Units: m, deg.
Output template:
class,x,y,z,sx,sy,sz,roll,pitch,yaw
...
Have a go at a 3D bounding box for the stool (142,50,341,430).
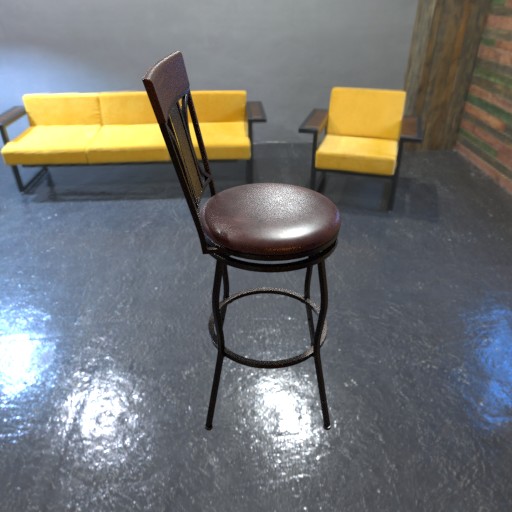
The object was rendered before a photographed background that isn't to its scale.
class,x,y,z,sx,sy,sz,roll,pitch,yaw
stool,0.000,0.000,1.397,0.513,1.130,0.448,0,32,0
